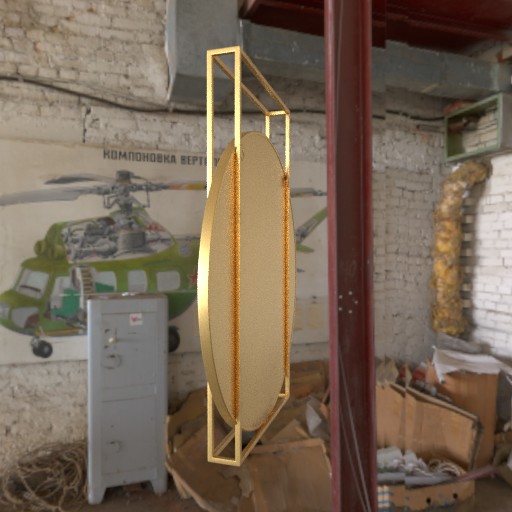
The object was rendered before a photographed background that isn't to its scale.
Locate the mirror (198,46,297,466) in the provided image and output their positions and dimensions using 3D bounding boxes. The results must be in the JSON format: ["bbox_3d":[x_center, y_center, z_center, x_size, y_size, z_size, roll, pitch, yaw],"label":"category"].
[{"bbox_3d":[0.000,0.000,0.792,0.051,0.603,0.508,0,1,17],"label":"mirror"}]
